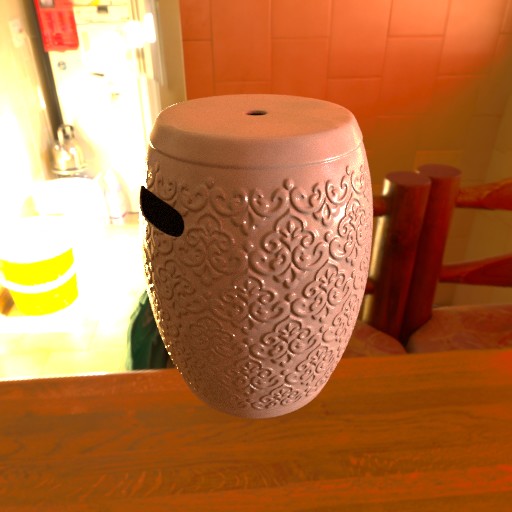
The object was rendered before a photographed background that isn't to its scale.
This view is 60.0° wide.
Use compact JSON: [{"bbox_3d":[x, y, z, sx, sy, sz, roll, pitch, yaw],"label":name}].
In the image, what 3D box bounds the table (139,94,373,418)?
[{"bbox_3d":[0.000,0.000,0.623,0.309,0.397,0.309,0,30,0],"label":"table"}]
